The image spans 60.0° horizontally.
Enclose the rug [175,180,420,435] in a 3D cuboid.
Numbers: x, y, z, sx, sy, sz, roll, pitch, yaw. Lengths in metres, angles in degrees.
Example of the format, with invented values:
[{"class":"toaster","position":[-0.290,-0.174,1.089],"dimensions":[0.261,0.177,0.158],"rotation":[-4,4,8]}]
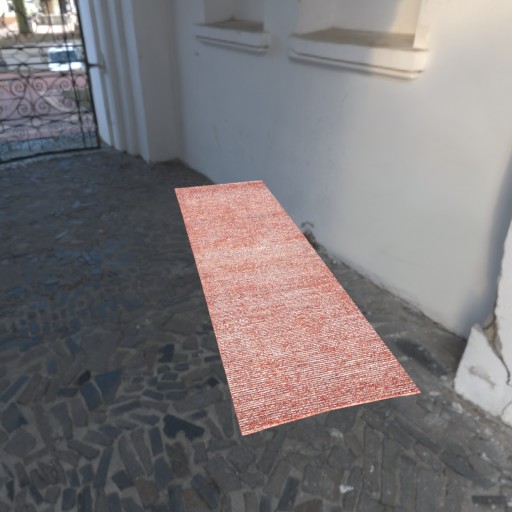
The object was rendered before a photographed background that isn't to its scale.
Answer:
[{"class":"rug","position":[0.000,0.000,2.611],"dimensions":[0.718,0.013,2.353],"rotation":[-8,32,-13]}]
